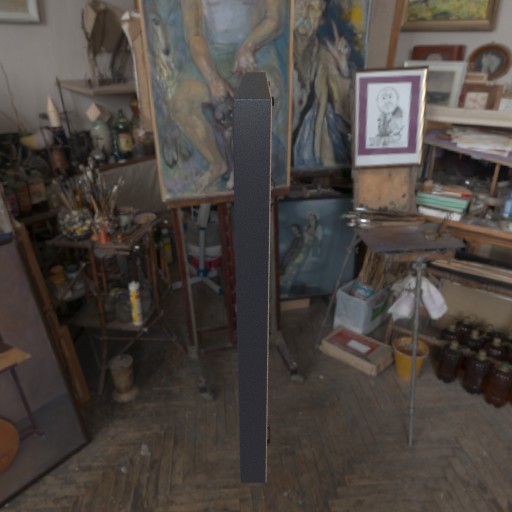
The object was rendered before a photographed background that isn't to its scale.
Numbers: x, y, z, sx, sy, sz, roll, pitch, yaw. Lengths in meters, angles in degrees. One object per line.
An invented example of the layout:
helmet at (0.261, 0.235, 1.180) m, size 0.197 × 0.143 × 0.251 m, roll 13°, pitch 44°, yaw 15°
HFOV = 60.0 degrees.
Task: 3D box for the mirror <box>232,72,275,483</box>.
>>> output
mirror at (0.000, 0.000, 0.691) m, size 0.041 × 0.508 × 0.405 m, roll 0°, pitch 26°, yaw 0°
